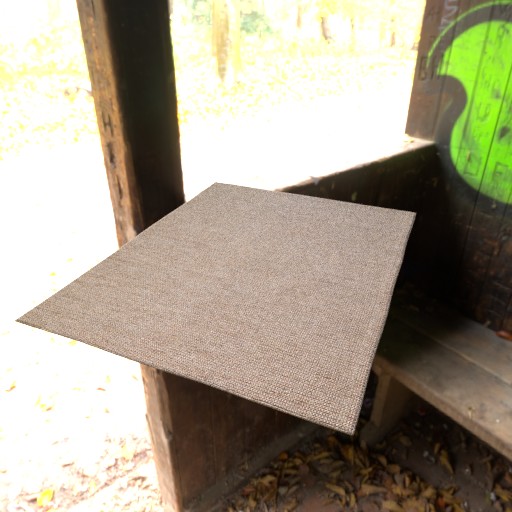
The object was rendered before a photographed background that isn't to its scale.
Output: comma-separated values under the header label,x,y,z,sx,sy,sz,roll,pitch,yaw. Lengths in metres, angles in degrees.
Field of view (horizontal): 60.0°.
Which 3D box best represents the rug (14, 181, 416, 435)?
label,x,y,z,sx,sy,sz,roll,pitch,yaw
rug,0.000,0.000,3.914,2.406,0.012,3.034,12,32,20
